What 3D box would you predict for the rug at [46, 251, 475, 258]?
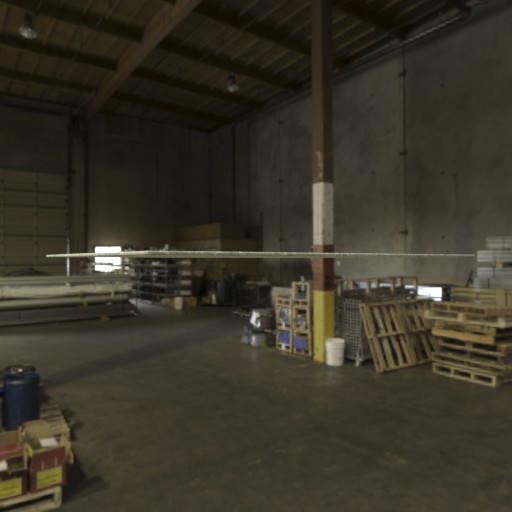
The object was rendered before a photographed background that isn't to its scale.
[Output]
[{"bbox_3d":[0.000,0.000,4.006,3.039,0.019,2.420,0,-1,-36],"label":"rug"}]
